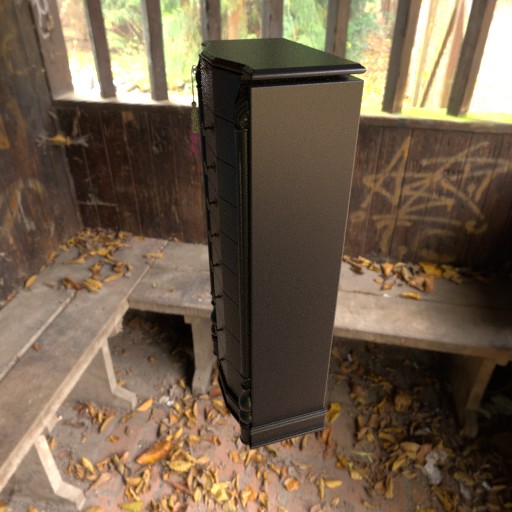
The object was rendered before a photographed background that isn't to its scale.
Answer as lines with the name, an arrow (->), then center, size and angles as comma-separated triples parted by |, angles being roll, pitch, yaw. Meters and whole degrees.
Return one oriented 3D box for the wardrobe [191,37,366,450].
wardrobe -> 0.000, 0.000, 1.194 | 0.295, 1.011, 0.444 | -9, 34, -14
